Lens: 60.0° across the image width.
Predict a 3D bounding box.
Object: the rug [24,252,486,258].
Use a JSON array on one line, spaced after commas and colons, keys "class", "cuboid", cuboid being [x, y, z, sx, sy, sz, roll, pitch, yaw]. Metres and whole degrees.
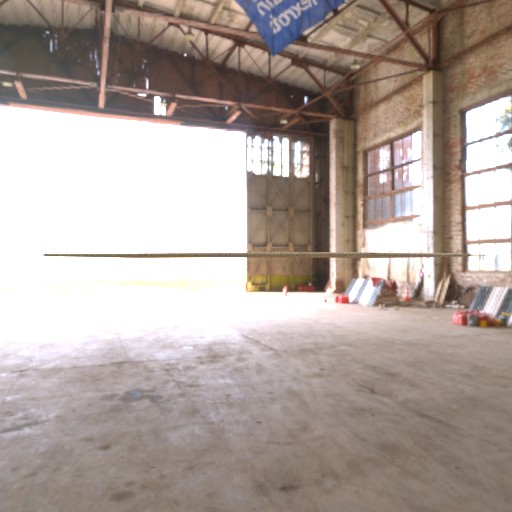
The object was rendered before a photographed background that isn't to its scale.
[{"class": "rug", "cuboid": [0.000, 0.000, 3.934, 3.027, 0.028, 2.125, 0, -1, -1]}]
